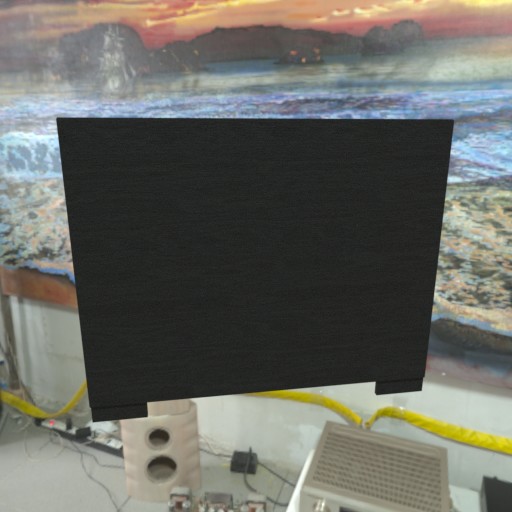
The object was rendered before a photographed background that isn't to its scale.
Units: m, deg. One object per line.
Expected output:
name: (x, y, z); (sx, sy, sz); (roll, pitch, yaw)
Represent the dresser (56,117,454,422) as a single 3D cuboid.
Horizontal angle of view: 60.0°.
dresser: (0.000, 0.000, 1.393); (0.994, 0.816, 0.404); (-2, 16, -9)
